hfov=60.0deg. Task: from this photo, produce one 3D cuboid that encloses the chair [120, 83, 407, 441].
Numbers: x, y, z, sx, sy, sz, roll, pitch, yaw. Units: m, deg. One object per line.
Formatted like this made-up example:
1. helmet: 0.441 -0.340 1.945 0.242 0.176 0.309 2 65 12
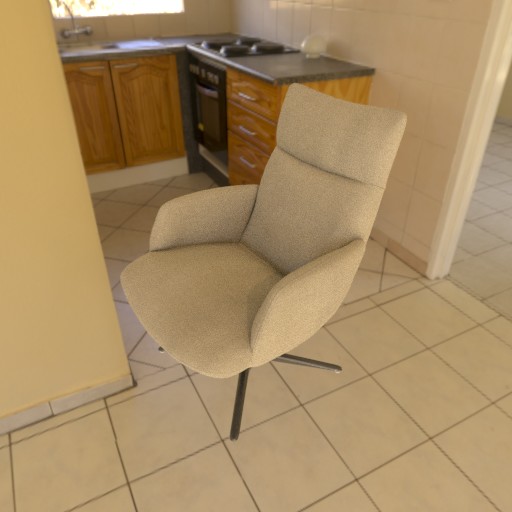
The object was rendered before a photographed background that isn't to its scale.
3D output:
1. chair: 0.000 0.000 1.606 0.889 1.016 0.711 -23 39 -31
